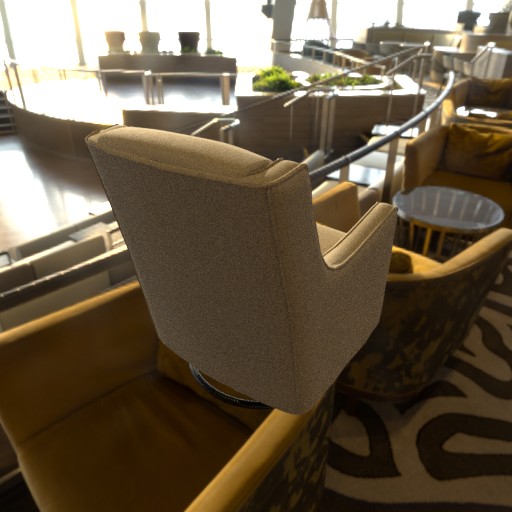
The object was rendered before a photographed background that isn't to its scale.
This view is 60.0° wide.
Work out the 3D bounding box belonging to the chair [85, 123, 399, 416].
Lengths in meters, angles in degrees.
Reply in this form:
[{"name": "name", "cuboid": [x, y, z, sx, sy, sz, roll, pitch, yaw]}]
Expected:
[{"name": "chair", "cuboid": [0.000, 0.000, 1.611, 0.732, 0.993, 0.879, 20, 35, 31]}]
